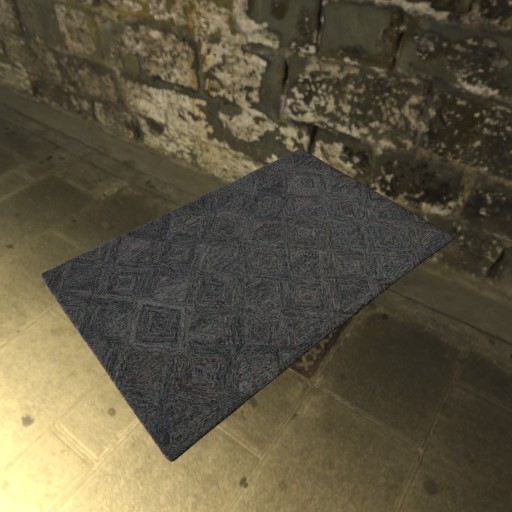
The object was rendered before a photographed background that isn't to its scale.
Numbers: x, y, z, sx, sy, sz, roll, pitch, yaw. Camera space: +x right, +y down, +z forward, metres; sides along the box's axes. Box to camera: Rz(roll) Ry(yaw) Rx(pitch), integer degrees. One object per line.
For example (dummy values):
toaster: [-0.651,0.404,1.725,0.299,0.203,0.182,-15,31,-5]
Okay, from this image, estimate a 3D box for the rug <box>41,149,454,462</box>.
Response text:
rug: [0.000,0.000,2.218,1.752,0.013,1.158,-31,53,-27]
